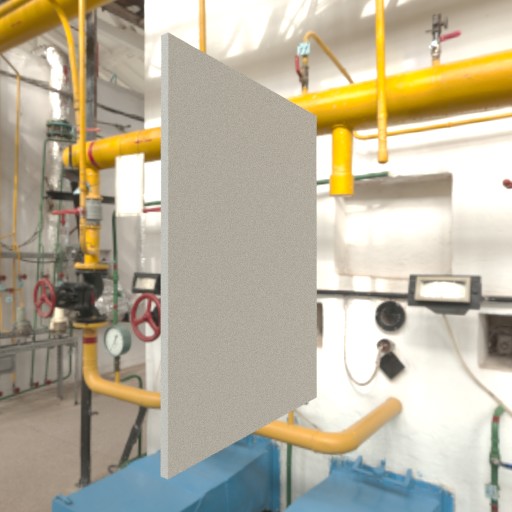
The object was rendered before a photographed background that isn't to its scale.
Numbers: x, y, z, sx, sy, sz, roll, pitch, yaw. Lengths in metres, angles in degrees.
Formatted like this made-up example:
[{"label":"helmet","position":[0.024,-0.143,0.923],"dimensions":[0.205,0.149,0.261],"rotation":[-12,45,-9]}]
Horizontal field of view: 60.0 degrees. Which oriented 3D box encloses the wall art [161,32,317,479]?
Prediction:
[{"label":"wall art","position":[0.000,0.000,0.687],"dimensions":[0.013,0.533,0.381],"rotation":[0,0,35]}]
